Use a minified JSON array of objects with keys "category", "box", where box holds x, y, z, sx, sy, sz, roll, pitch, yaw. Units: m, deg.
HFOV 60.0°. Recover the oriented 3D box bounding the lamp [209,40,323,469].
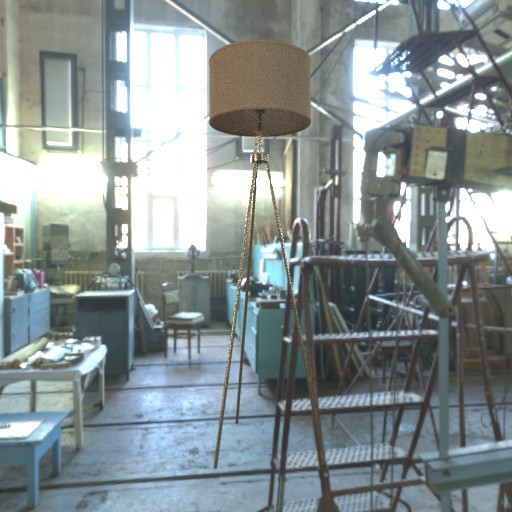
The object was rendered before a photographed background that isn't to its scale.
[{"category":"lamp","box":[0.000,0.000,1.772,0.449,1.545,0.460,1,1,37]}]
